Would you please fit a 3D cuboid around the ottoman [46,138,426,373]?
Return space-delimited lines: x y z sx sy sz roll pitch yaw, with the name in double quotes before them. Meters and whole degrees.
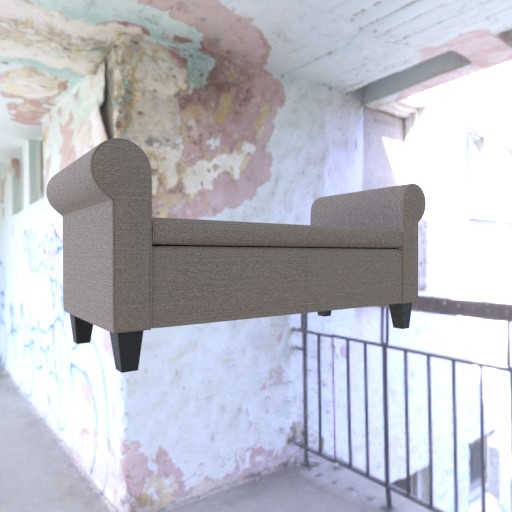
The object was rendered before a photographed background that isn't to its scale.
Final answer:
"ottoman" 0.000 0.000 1.547 1.256 0.547 0.521 0 0 -36
